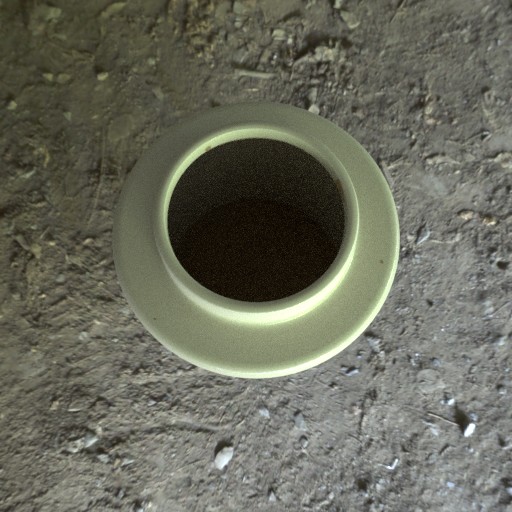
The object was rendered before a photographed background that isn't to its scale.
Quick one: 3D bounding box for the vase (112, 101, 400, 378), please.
[{"bbox_3d":[0.000,0.000,0.289,0.153,0.167,0.153,0,75,0],"label":"vase"}]
